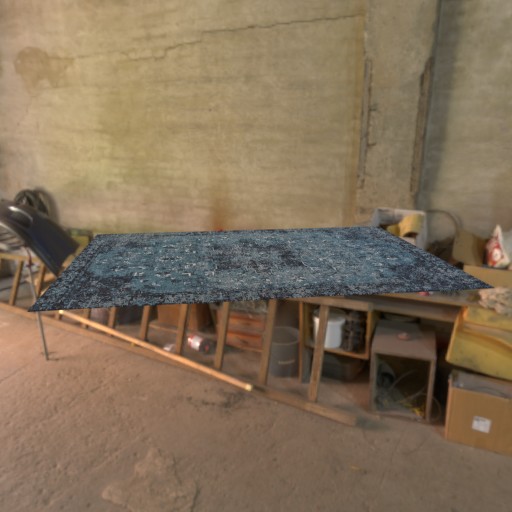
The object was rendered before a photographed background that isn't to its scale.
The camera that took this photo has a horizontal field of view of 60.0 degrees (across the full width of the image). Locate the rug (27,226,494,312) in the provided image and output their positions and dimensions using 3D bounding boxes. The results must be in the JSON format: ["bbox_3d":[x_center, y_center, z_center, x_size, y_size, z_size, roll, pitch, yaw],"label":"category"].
[{"bbox_3d":[0.000,0.000,2.293,1.828,0.005,1.219,-2,16,-7],"label":"rug"}]
